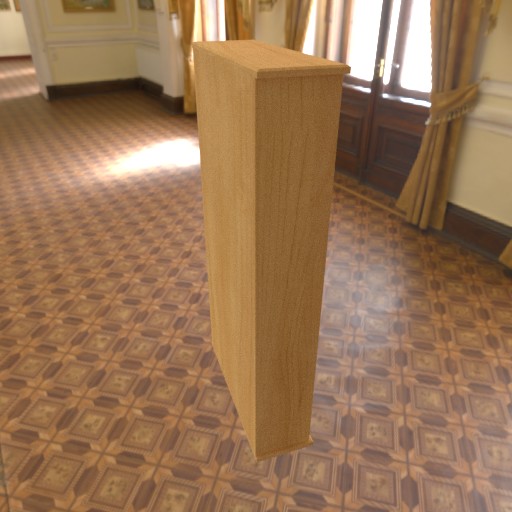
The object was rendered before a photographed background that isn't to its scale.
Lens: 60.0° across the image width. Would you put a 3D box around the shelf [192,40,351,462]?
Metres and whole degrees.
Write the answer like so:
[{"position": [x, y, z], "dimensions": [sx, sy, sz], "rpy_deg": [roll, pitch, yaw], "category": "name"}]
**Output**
[{"position": [0.000, 0.000, 1.220], "dimensions": [0.175, 1.030, 0.520], "rpy_deg": [-10, 32, -16], "category": "shelf"}]
